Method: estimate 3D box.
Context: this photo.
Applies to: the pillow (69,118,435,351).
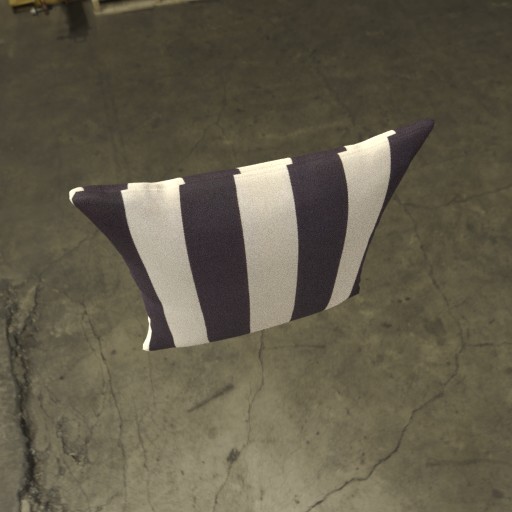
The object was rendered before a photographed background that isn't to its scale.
[{"bbox_3d":[0.000,0.000,0.826,0.536,0.526,0.189,-14,58,-9],"label":"pillow"}]
